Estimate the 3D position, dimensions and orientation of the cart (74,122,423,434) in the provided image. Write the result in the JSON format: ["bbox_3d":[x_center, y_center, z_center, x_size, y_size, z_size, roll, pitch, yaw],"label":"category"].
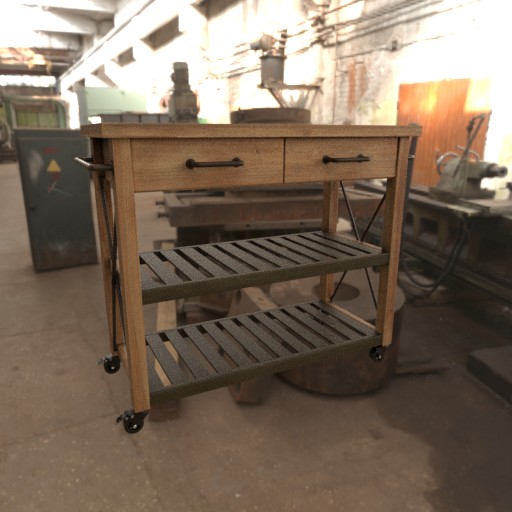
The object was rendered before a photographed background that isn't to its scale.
[{"bbox_3d":[0.000,0.000,0.980,0.686,0.554,0.298,-8,17,-26],"label":"cart"}]
